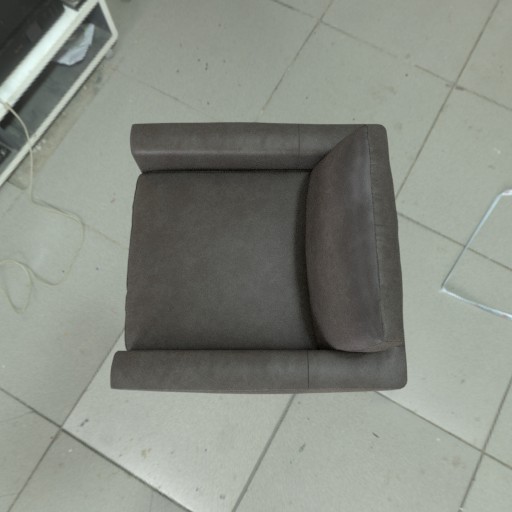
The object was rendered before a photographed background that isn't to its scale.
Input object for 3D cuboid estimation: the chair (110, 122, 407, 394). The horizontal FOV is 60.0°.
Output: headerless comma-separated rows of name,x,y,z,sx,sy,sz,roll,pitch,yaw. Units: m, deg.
chair,0.000,0.000,1.853,1.080,0.807,1.106,0,75,0
